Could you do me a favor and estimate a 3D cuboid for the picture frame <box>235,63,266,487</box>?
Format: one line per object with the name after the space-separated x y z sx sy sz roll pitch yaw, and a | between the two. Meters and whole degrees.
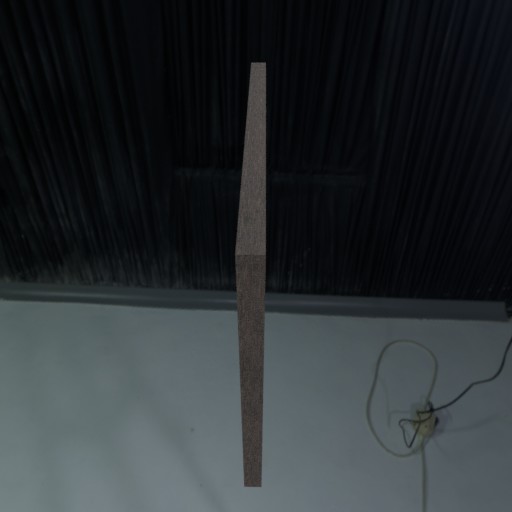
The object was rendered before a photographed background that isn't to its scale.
0.000 0.000 0.736 0.026 0.455 0.546 1 40 1 | picture frame
